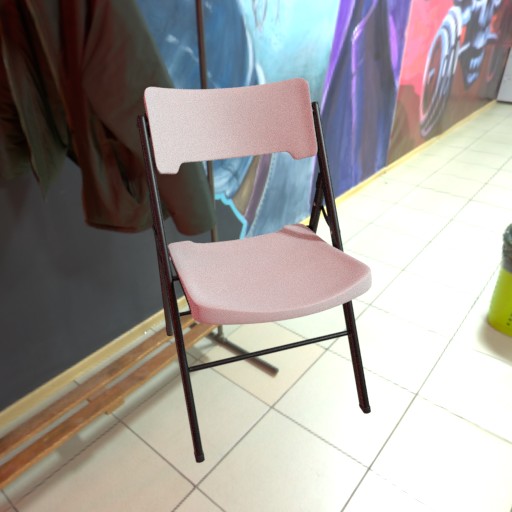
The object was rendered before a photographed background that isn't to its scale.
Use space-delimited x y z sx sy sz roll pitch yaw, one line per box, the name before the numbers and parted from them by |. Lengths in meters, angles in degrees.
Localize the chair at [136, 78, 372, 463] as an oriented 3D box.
chair | 0.000 0.000 1.136 0.482 0.765 0.577 -10 33 -15
